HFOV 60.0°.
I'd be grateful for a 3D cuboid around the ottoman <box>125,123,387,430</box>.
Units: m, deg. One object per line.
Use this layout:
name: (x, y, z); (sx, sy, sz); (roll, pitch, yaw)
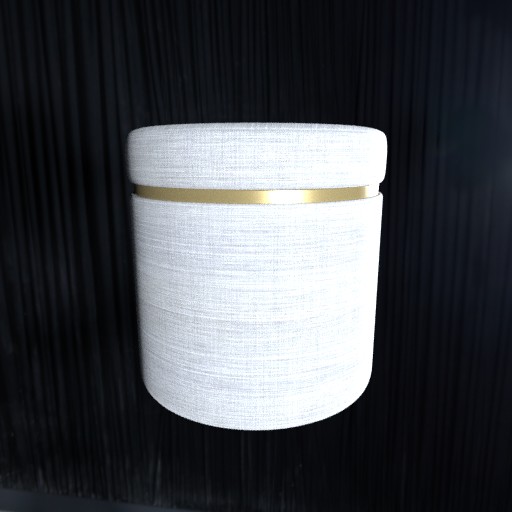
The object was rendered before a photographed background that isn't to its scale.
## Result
ottoman: (0.000, 0.000, 0.743); (0.400, 0.406, 0.400); (0, 13, 0)
